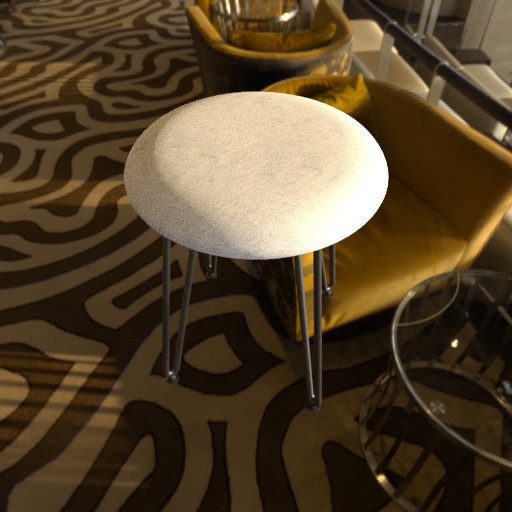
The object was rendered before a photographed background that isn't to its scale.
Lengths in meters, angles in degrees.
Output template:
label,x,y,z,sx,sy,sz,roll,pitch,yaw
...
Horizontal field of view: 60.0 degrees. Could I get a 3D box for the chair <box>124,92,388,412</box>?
label,x,y,z,sx,sy,sz,roll,pitch,yaw
chair,0.000,0.000,0.644,0.350,0.386,0.350,-25,51,-22
